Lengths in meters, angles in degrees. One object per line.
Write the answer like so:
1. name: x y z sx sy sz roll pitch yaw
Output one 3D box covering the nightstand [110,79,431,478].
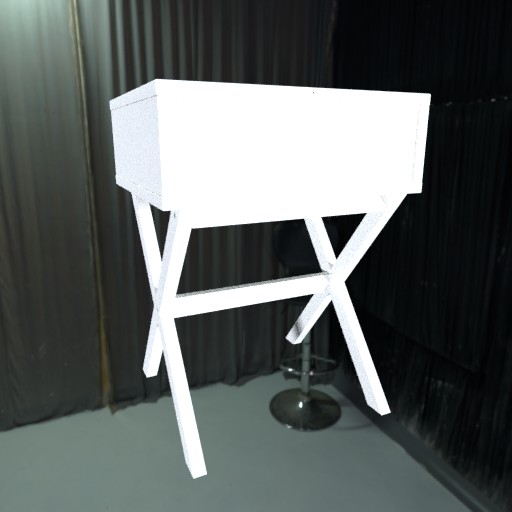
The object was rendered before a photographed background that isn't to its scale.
1. nightstand: 0.000 0.000 0.923 0.479 0.623 0.402 -7 17 -25
